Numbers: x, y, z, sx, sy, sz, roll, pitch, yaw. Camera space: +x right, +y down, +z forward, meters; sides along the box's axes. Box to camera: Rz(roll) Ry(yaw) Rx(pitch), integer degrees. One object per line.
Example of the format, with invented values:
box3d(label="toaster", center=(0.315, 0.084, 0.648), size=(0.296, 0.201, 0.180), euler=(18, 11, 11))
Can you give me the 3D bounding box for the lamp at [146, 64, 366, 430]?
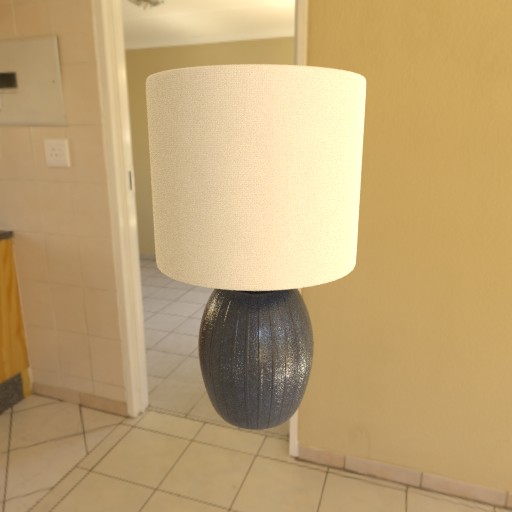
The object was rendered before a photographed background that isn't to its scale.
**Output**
box3d(label="lamp", center=(0.000, 0.000, 0.746), size=(0.329, 0.570, 0.329), euler=(2, 15, 9))
